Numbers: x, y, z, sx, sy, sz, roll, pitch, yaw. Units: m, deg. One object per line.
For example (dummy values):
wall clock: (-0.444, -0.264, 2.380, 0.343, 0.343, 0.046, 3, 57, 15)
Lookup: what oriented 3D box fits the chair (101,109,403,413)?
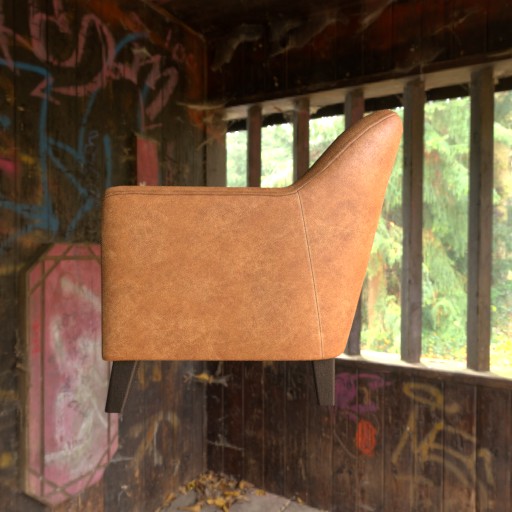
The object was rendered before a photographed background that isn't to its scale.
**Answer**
chair: (0.000, 0.000, 1.858, 1.034, 0.980, 1.037, 0, 1, 0)
